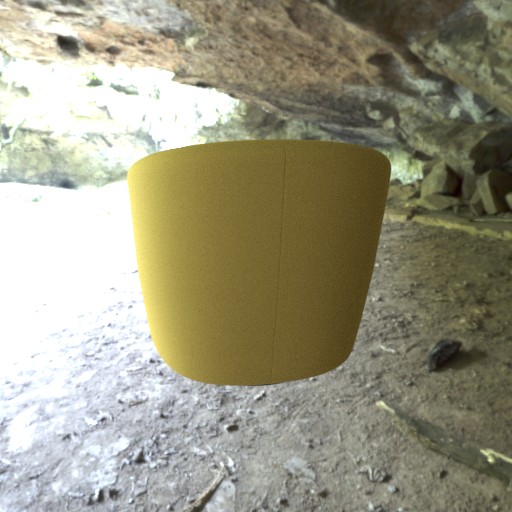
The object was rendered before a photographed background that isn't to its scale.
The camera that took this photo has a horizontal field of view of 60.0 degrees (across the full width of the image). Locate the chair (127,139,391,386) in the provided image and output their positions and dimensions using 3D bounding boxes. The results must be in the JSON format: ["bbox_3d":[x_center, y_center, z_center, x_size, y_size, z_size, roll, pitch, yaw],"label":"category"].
[{"bbox_3d":[0.000,0.000,1.388,0.773,0.698,0.767,-2,14,-9],"label":"chair"}]
